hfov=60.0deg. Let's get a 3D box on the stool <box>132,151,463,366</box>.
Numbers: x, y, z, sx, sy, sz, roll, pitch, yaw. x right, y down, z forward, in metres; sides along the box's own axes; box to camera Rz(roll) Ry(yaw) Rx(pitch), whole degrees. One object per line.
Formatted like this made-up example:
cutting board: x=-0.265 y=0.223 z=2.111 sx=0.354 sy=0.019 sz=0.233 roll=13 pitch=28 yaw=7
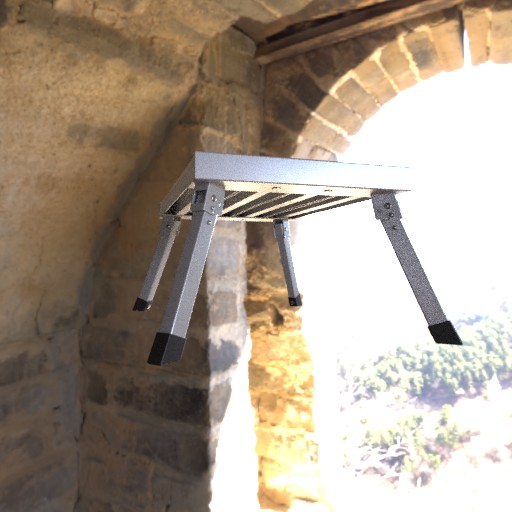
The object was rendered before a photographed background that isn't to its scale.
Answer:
stool: x=0.000 y=0.000 z=0.744 sx=0.385 sy=0.225 sz=0.535 roll=0 pitch=-1 yaw=-17
